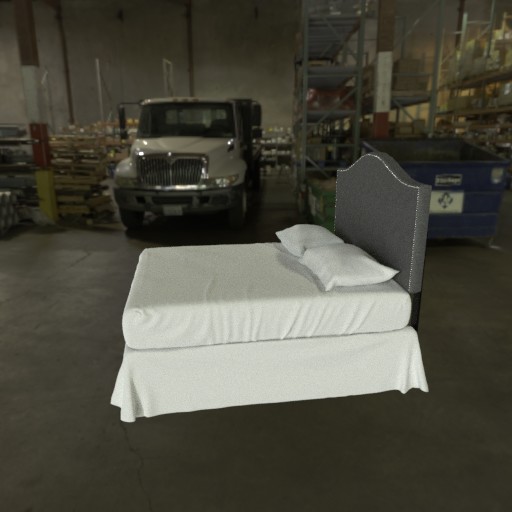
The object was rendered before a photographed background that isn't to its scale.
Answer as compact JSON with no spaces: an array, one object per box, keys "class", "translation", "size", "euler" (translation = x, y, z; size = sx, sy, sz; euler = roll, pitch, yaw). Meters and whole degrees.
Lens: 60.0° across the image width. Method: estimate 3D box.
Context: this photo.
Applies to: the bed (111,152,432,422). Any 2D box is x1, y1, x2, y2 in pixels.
[{"class":"bed","translation":[0.000,0.000,3.616],"size":[2.221,1.645,1.876],"euler":[-3,15,-9]}]
